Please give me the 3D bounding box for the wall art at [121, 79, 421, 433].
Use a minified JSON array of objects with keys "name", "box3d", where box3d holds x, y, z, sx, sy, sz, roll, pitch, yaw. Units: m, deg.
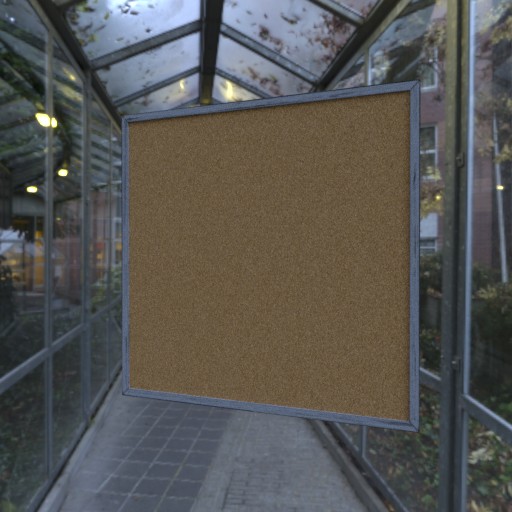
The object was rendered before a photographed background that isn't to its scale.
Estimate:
[{"name":"wall art","box3d":[0.000,0.000,1.097,0.761,0.761,0.037,0,0,19]}]
